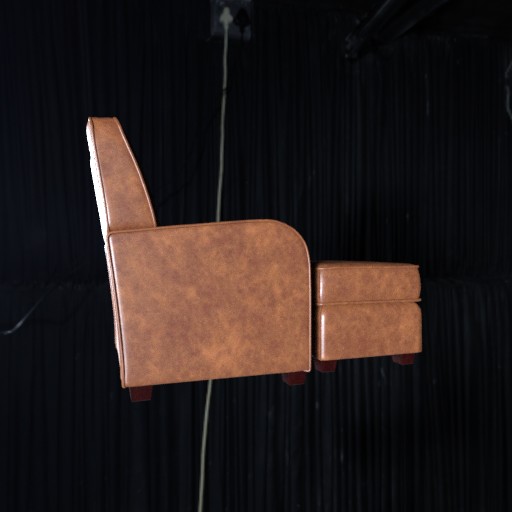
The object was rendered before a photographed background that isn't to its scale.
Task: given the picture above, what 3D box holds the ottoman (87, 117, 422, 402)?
[{"bbox_3d":[0.000,0.000,1.861,1.314,0.904,0.732,0,0,-19],"label":"ottoman"}]
